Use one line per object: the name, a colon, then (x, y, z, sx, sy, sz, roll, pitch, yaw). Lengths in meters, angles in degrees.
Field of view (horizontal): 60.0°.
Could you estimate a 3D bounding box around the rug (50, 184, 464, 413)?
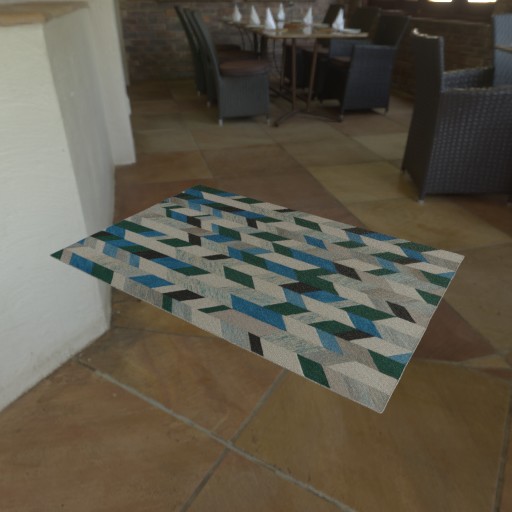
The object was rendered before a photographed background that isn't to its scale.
rug: (0.000, 0.000, 2.336, 1.827, 0.005, 1.229, 19, 36, 29)
